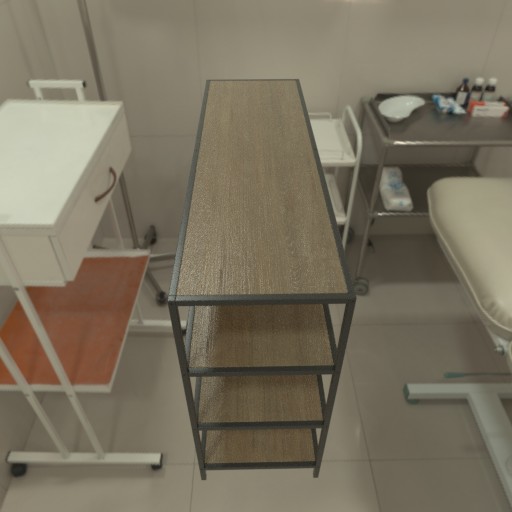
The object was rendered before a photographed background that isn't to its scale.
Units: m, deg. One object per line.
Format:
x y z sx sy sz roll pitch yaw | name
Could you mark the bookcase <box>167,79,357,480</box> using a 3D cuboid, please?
0.000 0.000 1.501 0.350 0.780 1.140 -1 41 -1 | bookcase
